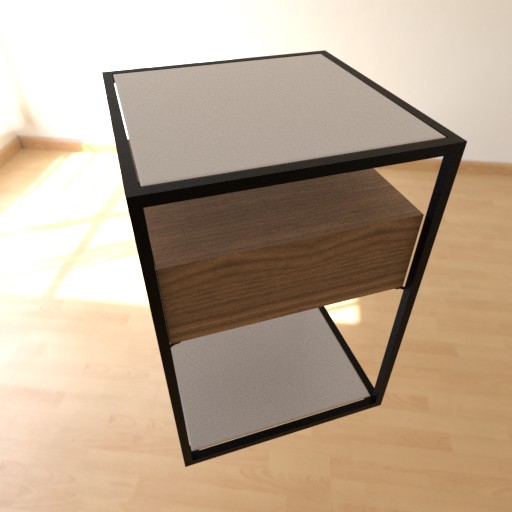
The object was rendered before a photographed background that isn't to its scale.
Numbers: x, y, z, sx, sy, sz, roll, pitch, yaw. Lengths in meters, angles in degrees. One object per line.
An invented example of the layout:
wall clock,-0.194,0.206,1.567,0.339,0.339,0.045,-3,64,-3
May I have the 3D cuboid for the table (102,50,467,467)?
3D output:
table,0.000,0.000,0.765,0.378,0.540,0.378,-12,41,-14
